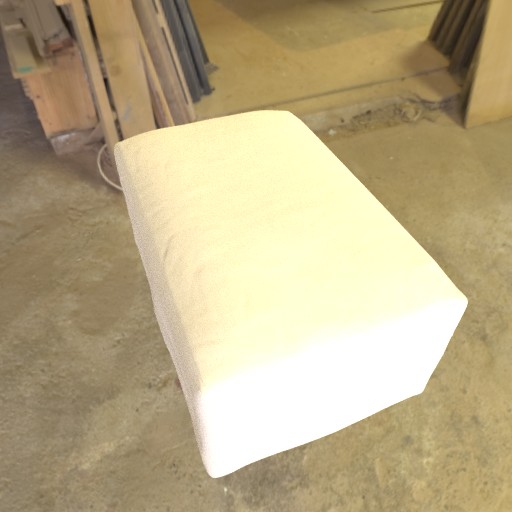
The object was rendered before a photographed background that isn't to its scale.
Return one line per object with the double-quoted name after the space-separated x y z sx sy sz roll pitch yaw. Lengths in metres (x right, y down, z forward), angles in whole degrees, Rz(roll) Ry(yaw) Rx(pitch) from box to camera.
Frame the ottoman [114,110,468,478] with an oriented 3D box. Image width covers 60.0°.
0.000 0.000 1.188 0.590 0.444 0.872 -16 48 -15 "ottoman"
